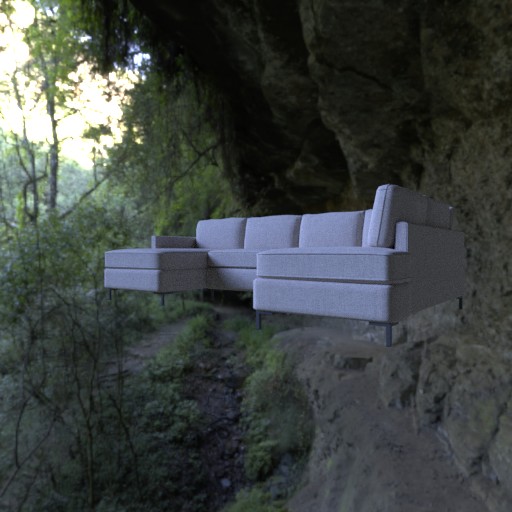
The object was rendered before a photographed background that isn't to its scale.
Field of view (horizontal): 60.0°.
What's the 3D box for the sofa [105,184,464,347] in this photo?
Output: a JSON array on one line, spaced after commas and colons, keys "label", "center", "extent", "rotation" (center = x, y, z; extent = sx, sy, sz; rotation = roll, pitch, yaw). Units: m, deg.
[{"label": "sofa", "center": [0.000, 0.000, 4.319], "extent": [3.423, 0.996, 2.021], "rotation": [0, 1, 37]}]
